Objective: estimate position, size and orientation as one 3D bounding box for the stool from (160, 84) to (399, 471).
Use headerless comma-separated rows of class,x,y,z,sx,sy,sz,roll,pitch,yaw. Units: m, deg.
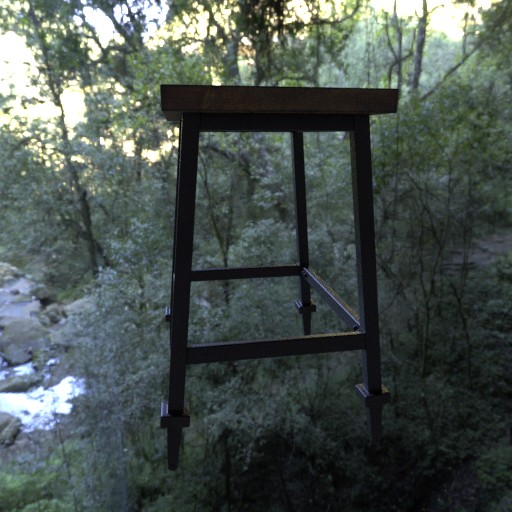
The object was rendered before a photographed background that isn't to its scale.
stool,0.000,0.000,0.933,0.405,0.625,0.486,-3,16,-10
